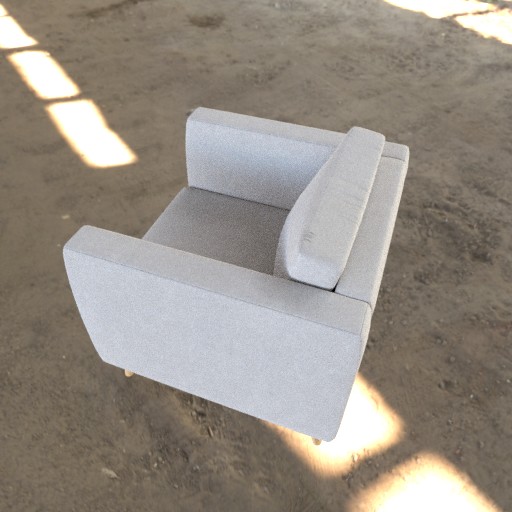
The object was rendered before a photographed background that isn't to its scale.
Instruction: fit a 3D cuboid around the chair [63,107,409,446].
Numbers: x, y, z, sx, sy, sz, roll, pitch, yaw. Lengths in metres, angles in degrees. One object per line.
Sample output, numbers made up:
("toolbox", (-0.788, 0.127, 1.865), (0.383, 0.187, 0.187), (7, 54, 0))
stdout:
("chair", (0.000, 0.000, 1.718), (0.930, 0.860, 1.000), (15, 48, 14))
